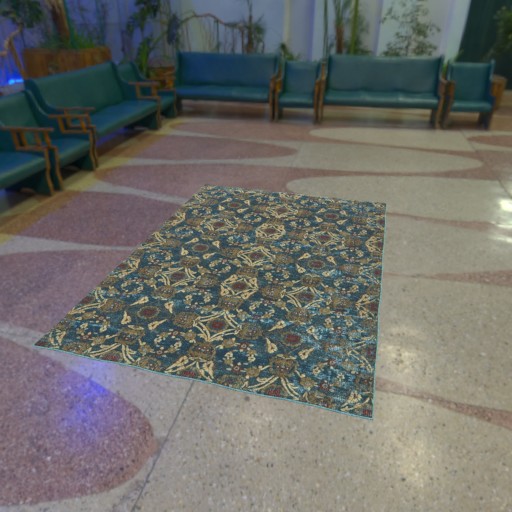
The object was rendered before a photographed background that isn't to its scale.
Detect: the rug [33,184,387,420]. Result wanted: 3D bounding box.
[{"bbox_3d":[0.000,0.000,2.822,1.567,0.014,2.207,8,31,14],"label":"rug"}]
